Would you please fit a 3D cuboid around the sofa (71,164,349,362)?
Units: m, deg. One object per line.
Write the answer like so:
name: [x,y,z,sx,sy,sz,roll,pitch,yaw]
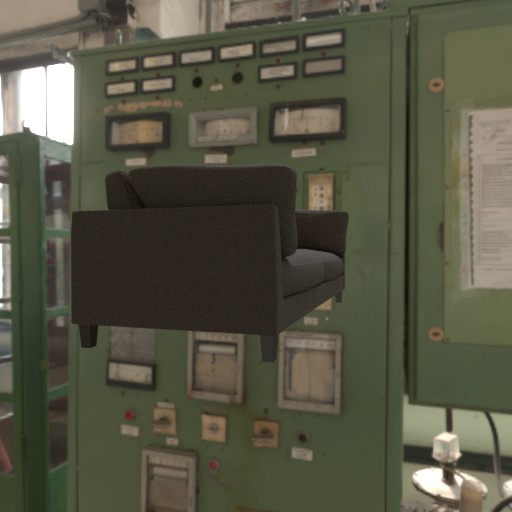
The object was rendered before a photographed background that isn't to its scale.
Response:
sofa: [0.000,0.000,2.843,0.969,0.792,2.312,0,0,18]
